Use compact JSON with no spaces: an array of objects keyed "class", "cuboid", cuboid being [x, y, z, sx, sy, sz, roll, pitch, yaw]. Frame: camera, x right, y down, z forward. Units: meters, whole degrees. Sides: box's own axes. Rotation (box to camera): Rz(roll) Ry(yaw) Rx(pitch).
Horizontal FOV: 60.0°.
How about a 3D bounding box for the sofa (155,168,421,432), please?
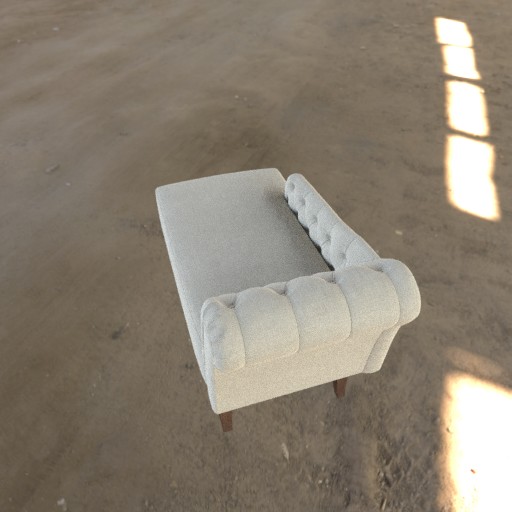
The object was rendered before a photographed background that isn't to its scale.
[{"class":"sofa","cuboid":[0.000,0.000,1.870,0.675,0.787,1.379,-12,43,-13]}]
